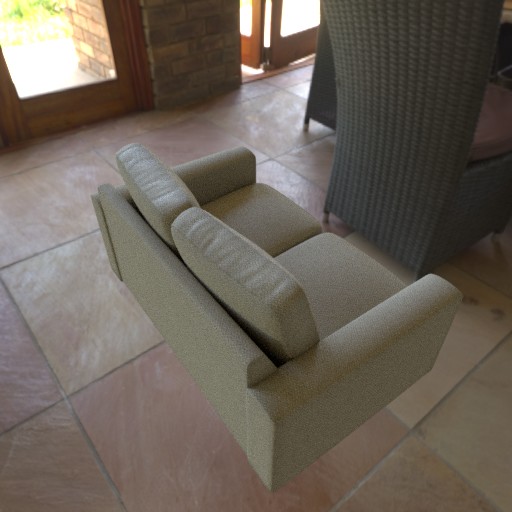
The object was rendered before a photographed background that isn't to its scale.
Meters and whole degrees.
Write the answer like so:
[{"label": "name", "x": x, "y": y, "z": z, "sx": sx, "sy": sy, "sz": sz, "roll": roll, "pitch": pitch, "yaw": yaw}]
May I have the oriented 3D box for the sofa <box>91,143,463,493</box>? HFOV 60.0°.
[{"label": "sofa", "x": 0.000, "y": 0.000, "z": 2.159, "sx": 1.016, "sy": 0.873, "sz": 1.616, "roll": -25, "pitch": 47, "yaw": -26}]
